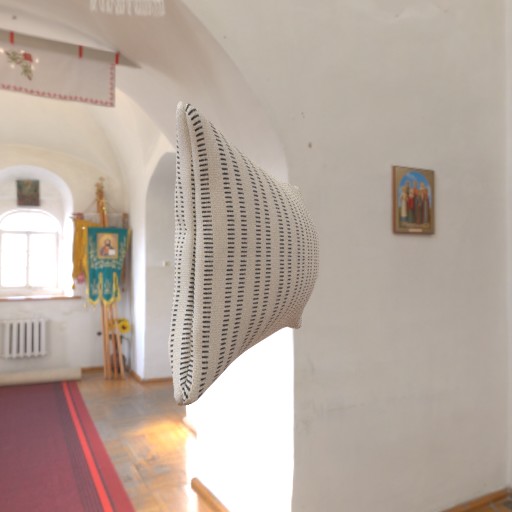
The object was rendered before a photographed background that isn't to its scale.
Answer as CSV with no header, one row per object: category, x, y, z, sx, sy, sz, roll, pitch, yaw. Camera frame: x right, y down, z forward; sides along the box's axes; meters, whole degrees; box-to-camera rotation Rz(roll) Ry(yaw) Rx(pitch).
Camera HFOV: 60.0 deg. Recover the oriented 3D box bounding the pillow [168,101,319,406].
pillow,0.000,0.000,0.809,0.210,0.353,0.640,0,0,17
